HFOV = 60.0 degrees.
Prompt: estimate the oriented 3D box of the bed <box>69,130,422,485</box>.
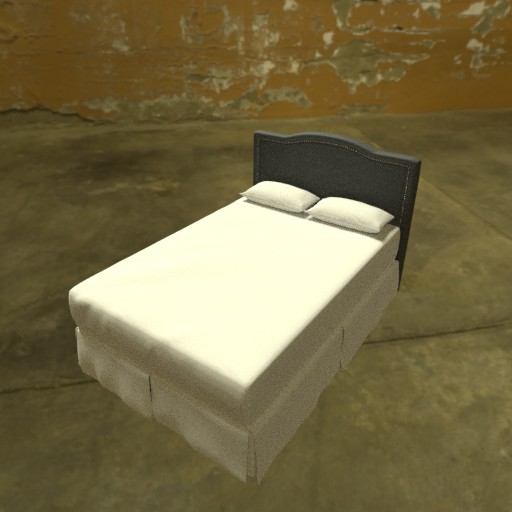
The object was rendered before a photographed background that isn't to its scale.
[{"bbox_3d":[0.000,0.000,3.543,1.747,1.441,2.507,19,35,30],"label":"bed"}]
